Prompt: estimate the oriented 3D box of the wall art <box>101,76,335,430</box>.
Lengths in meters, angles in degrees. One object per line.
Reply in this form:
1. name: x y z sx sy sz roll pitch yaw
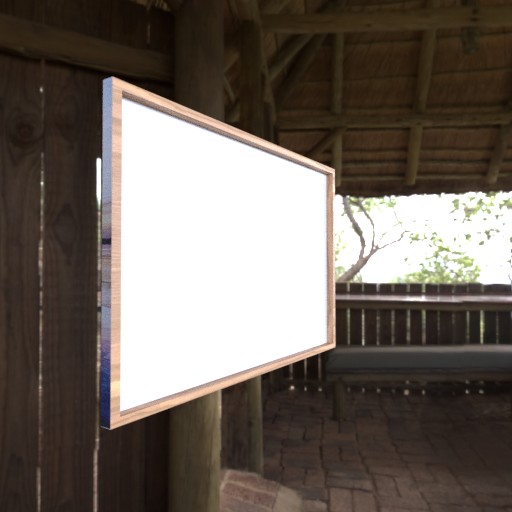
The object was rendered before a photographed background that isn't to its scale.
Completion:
1. wall art: 0.000 0.000 1.424 0.034 0.756 1.137 -1 -1 35
